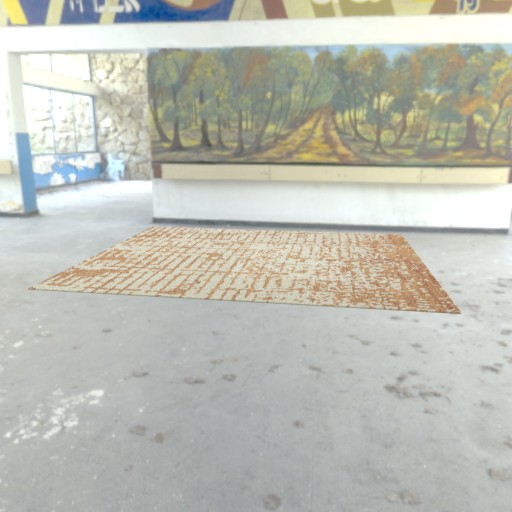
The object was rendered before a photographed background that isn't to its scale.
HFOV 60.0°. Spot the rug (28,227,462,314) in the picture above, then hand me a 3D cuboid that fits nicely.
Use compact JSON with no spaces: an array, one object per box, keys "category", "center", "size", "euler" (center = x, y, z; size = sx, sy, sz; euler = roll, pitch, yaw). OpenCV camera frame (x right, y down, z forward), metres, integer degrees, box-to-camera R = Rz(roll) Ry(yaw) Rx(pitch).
[{"category":"rug","center":[0.000,0.000,4.222],"size":[3.050,0.011,2.441],"euler":[2,15,9]}]
